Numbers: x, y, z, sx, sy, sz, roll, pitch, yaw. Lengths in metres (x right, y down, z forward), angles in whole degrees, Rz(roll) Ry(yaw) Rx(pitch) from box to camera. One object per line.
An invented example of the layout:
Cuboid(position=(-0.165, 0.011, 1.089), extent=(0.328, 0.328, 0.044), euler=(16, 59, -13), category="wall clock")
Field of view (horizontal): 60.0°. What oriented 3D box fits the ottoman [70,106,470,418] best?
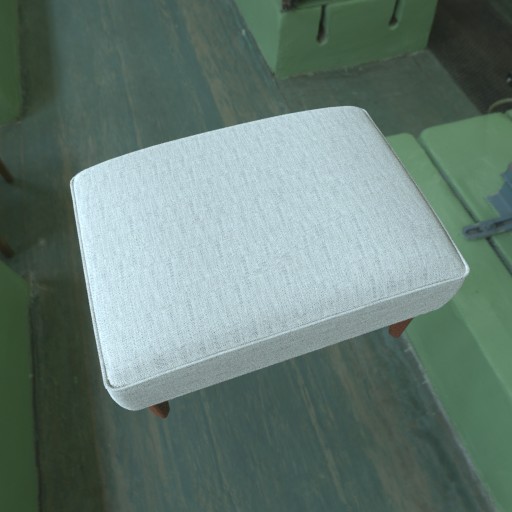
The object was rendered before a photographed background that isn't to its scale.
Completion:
Cuboid(position=(0.000, 0.000, 1.152), extent=(0.794, 0.465, 0.594), euler=(-16, 60, -10), category="ottoman")
